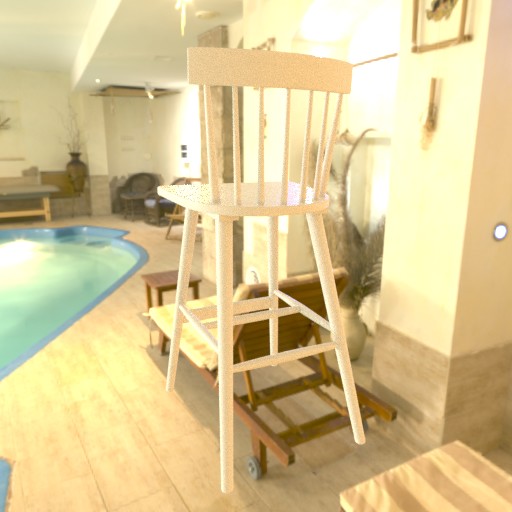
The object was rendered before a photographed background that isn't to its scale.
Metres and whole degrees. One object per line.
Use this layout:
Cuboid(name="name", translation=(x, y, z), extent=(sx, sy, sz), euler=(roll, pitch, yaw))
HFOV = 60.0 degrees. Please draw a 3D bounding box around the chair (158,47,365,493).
Cuboid(name="chair", translation=(0.000, 0.000, 1.353), extent=(0.483, 1.092, 0.572), euler=(-7, 15, -26))
